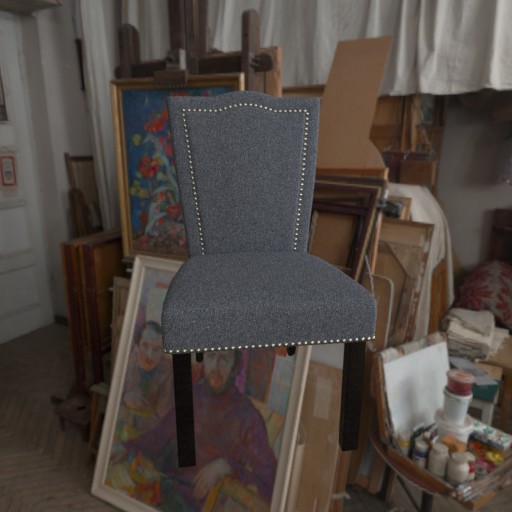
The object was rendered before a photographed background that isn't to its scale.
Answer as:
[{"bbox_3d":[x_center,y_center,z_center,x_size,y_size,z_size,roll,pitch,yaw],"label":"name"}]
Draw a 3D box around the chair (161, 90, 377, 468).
[{"bbox_3d":[0.000,0.000,1.283,0.518,0.946,0.589,-2,15,-8],"label":"chair"}]
